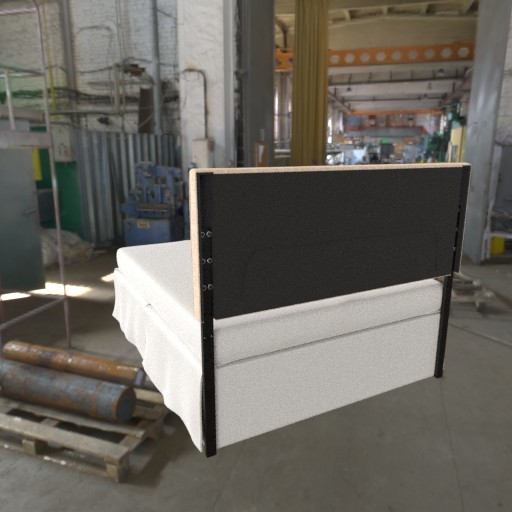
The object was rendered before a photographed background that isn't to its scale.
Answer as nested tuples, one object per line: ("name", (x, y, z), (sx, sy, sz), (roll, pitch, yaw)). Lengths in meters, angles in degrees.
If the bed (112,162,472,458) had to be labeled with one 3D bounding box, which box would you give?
("bed", (0.000, 0.000, 3.010), (1.643, 1.270, 1.978), (-7, 15, -27))
